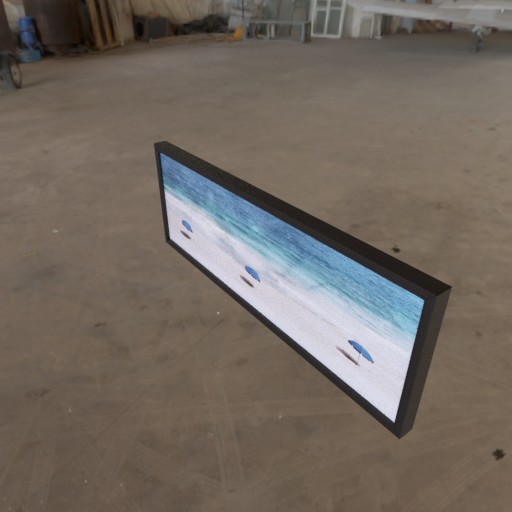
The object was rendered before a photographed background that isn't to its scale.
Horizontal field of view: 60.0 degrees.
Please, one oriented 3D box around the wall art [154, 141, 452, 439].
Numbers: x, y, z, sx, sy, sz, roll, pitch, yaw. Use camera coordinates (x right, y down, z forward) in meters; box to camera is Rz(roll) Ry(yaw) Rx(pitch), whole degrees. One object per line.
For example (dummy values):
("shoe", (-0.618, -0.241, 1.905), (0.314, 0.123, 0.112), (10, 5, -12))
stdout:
("wall art", (0.000, 0.000, 0.980), (0.037, 0.303, 0.860), (-21, 37, -31))
